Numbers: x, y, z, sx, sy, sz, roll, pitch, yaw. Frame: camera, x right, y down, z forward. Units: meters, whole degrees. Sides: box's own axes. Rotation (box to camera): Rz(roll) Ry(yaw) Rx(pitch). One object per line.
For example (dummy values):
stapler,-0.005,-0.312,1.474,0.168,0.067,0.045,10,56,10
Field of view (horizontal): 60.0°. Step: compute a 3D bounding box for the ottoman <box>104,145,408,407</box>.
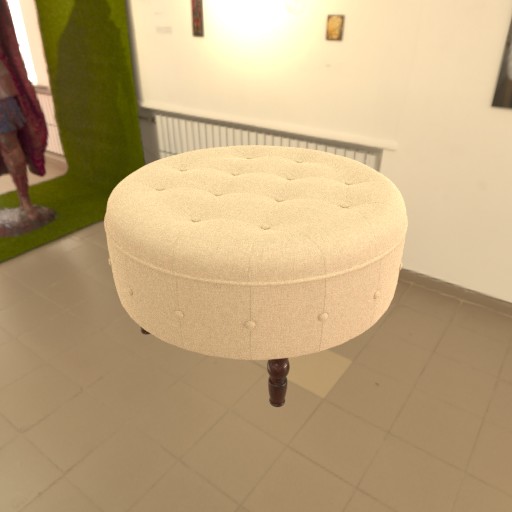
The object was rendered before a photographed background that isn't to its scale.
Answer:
ottoman,0.000,0.000,1.374,0.848,0.494,0.848,0,29,0
